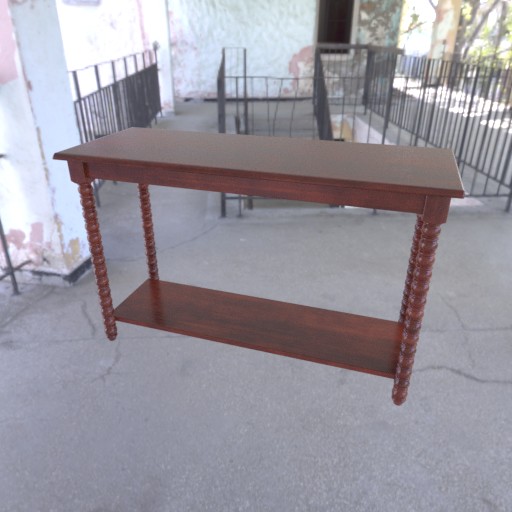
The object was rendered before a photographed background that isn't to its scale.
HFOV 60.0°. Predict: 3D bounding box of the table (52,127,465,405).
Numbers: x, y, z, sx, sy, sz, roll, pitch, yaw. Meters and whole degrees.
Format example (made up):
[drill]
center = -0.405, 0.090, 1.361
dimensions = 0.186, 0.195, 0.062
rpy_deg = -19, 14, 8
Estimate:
[table]
center = 0.000, 0.000, 1.559
dimensions = 1.184, 0.740, 0.459
rpy_deg = 8, 28, 16
